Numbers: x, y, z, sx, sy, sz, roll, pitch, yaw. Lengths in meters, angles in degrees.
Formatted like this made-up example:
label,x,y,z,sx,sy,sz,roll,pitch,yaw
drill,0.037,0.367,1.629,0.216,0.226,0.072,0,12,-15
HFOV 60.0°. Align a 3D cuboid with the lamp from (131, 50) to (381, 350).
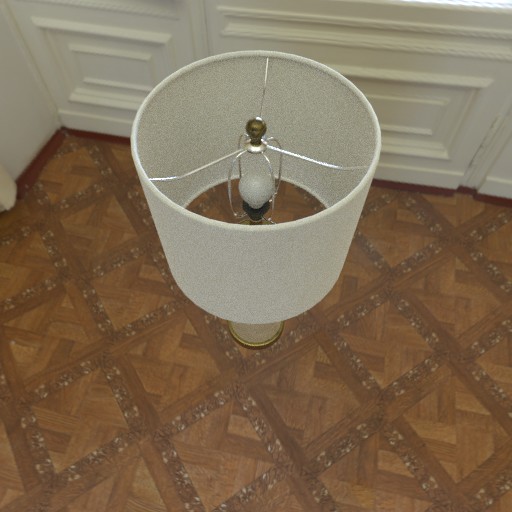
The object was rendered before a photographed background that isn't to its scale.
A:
label,x,y,z,sx,sy,sz,roll,pitch,yaw
lamp,0.000,0.000,0.804,0.305,0.634,0.305,-30,63,-17
